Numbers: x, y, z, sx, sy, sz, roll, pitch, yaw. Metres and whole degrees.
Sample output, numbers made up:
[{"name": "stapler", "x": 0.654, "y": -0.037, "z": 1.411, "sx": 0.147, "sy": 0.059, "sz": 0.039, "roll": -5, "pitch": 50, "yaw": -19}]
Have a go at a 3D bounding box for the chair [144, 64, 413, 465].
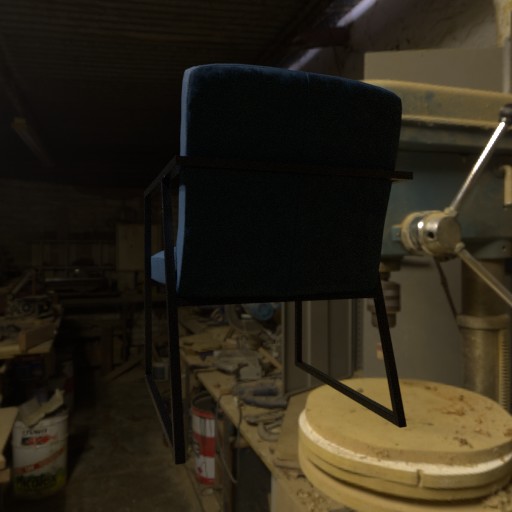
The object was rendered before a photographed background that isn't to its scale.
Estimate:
[{"name": "chair", "x": 0.000, "y": 0.000, "z": 1.277, "sx": 0.571, "sy": 0.833, "sz": 0.677, "roll": 0, "pitch": 1, "yaw": -19}]
